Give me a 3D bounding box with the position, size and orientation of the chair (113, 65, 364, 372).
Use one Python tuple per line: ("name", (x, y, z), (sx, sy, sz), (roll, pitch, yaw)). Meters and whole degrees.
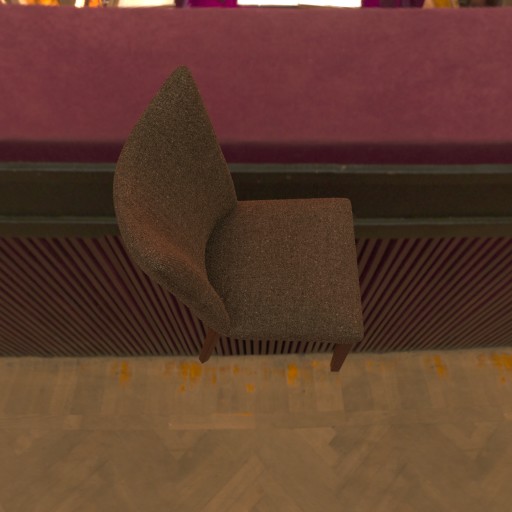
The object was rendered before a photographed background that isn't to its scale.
("chair", (0.000, 0.000, 1.318), (0.623, 0.924, 0.535), (1, 63, 0))
